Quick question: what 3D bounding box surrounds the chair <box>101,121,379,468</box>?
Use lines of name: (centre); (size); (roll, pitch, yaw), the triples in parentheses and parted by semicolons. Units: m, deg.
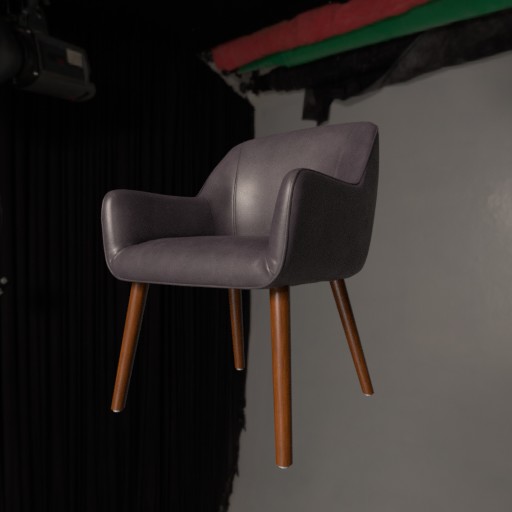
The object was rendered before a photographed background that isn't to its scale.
chair: (0.000, 0.000, 1.255); (0.610, 0.828, 0.610); (1, 1, 35)
